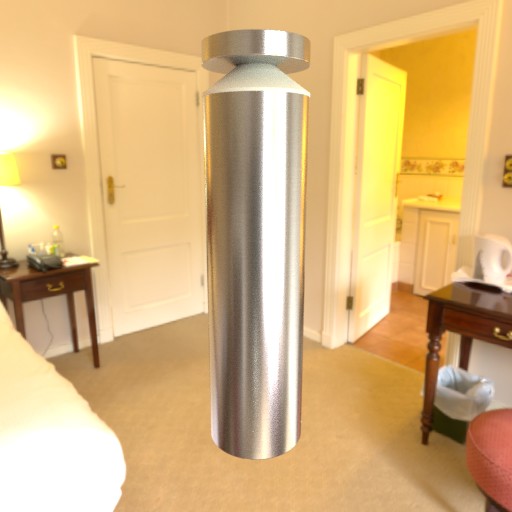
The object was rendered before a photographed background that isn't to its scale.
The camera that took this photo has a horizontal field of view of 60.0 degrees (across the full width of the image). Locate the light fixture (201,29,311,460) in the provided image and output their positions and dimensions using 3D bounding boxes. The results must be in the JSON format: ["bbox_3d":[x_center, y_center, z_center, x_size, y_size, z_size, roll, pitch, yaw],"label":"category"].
[{"bbox_3d":[0.000,0.000,0.452,0.102,0.400,0.102,2,13,10],"label":"light fixture"}]
